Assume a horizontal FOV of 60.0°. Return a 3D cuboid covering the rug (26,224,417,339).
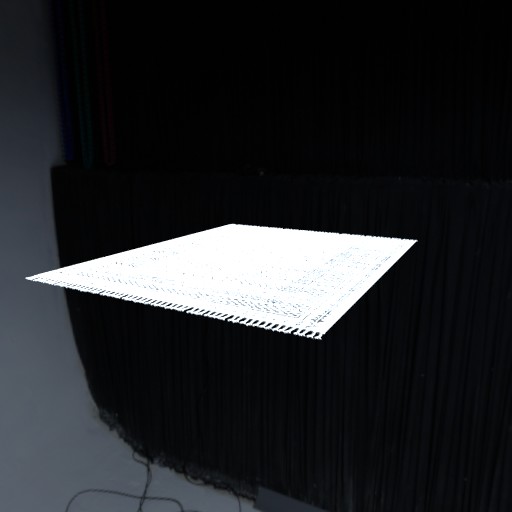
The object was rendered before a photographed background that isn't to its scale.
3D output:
[{"bbox_3d":[0.000,0.000,3.980,2.312,0.013,2.940,7,15,28],"label":"rug"}]
